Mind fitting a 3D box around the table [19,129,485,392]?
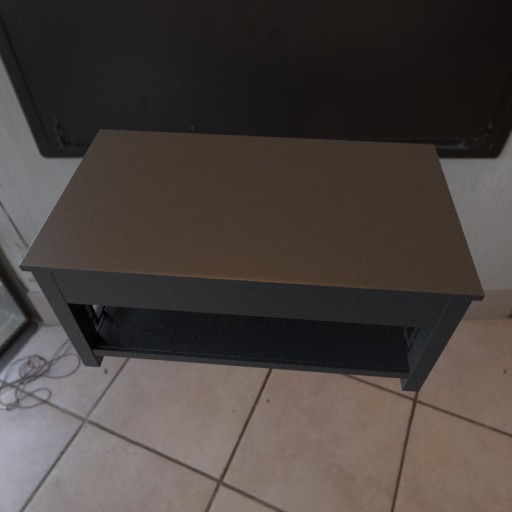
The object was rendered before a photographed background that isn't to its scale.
[{"bbox_3d":[0.000,0.000,1.398,1.068,0.493,0.612,4,47,3],"label":"table"}]
